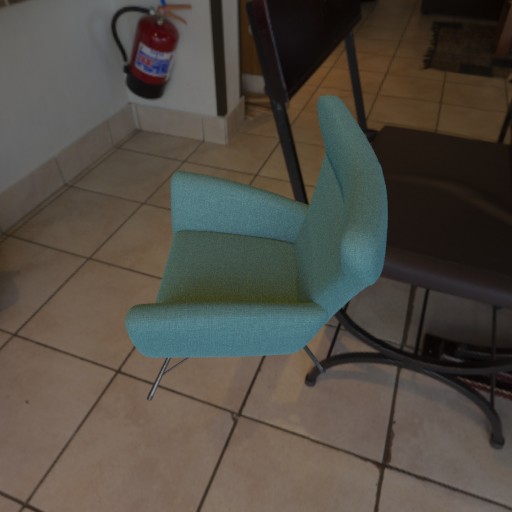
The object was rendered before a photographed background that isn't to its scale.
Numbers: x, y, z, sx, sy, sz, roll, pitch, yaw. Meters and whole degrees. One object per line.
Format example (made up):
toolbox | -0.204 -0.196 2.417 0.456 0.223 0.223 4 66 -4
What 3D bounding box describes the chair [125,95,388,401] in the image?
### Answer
chair | 0.000 0.000 1.814 0.900 0.980 1.050 1 41 1
